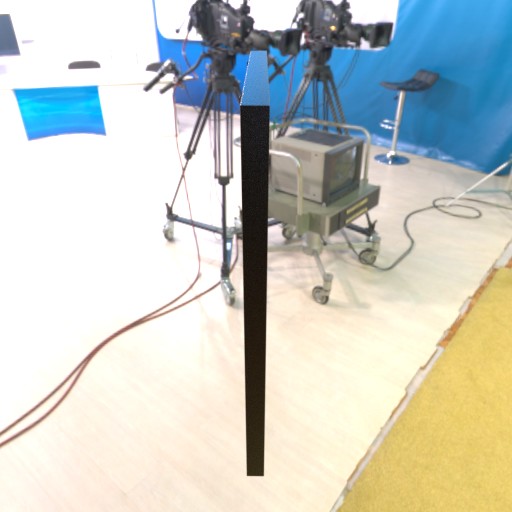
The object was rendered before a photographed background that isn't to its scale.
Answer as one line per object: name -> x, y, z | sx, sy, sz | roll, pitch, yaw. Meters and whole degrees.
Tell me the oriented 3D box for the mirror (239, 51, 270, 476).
mirror -> 0.000, 0.000, 0.907 | 0.039, 0.710, 0.507 | 0, 31, 1
